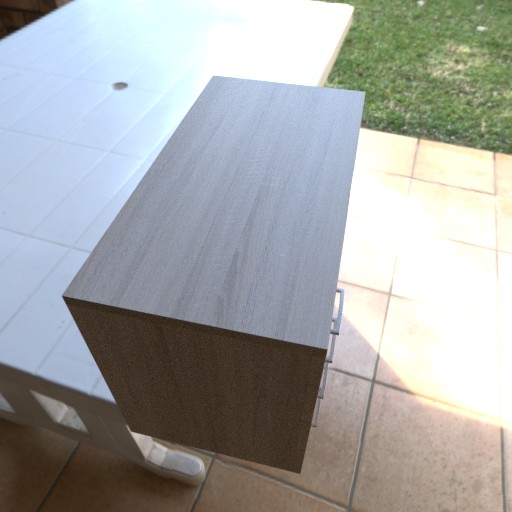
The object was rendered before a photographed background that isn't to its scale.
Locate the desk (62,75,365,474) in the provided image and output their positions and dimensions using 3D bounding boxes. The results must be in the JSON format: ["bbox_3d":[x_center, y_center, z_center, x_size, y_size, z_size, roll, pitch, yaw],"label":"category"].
[{"bbox_3d":[0.000,0.000,1.541,0.600,0.731,1.100,10,47,9],"label":"desk"}]
